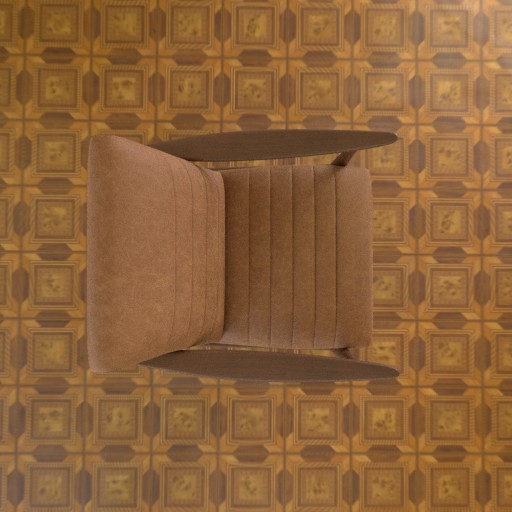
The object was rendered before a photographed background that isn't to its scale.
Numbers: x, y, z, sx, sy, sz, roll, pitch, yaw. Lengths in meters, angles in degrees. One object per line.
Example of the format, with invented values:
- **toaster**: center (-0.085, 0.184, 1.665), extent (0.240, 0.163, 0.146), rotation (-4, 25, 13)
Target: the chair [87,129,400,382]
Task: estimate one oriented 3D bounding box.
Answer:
- **chair**: center (0.000, 0.000, 1.424), extent (0.798, 0.832, 0.741), rotation (0, 89, -1)
